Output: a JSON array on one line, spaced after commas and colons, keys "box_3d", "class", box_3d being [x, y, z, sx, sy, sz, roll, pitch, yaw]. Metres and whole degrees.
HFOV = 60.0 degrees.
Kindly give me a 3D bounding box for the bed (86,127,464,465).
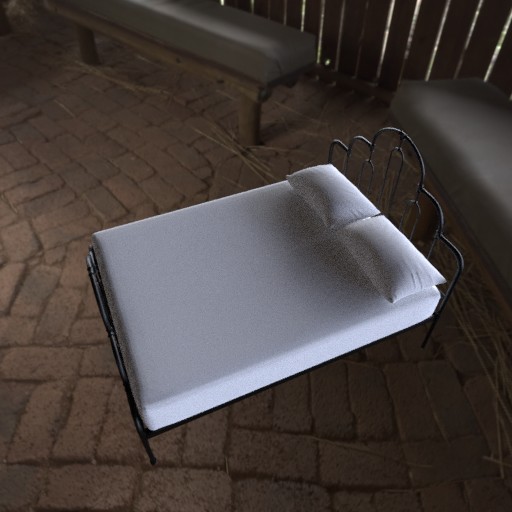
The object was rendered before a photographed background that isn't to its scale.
[{"box_3d": [0.000, 0.000, 3.148, 2.181, 1.444, 1.626, -18, 48, -17], "class": "bed"}]
